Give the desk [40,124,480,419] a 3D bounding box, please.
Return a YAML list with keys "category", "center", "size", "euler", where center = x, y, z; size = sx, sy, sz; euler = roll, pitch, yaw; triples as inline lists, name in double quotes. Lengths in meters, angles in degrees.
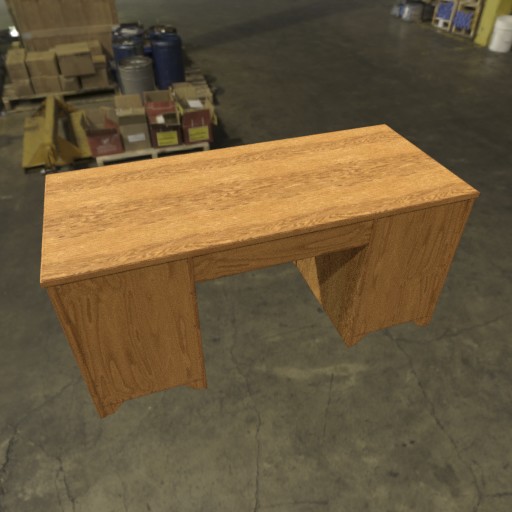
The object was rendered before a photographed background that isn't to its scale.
- category: "desk"
  center: [0.000, 0.000, 1.977]
  size: [1.567, 0.751, 0.685]
  euler: [-12, 41, -14]
